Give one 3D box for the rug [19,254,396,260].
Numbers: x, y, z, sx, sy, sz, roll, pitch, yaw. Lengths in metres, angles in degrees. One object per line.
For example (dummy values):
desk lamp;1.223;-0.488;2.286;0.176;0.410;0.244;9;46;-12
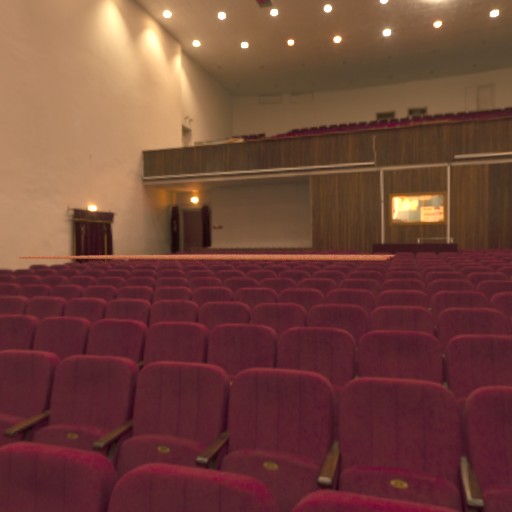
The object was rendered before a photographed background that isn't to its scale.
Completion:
rug;0.000;0.000;4.109;2.441;0.016;3.095;0;0;19
